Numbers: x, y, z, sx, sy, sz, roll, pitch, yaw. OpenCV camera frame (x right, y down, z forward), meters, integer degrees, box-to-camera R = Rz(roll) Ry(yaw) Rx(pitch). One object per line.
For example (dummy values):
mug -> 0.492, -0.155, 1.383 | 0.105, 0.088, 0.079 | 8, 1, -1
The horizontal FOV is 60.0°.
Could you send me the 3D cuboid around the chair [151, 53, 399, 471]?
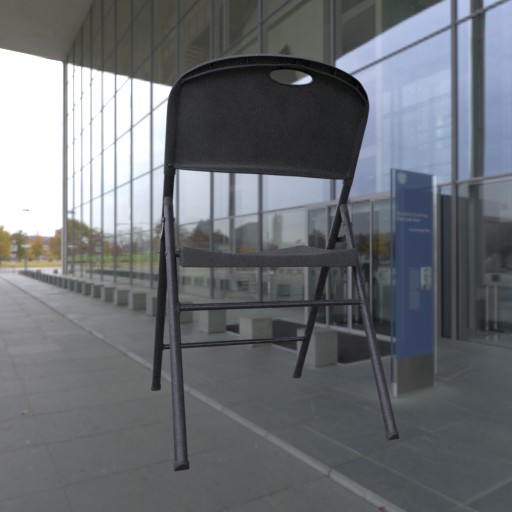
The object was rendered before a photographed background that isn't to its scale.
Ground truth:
chair -> 0.000, 0.000, 1.155 | 0.494, 0.810, 0.567 | 0, 0, -18
